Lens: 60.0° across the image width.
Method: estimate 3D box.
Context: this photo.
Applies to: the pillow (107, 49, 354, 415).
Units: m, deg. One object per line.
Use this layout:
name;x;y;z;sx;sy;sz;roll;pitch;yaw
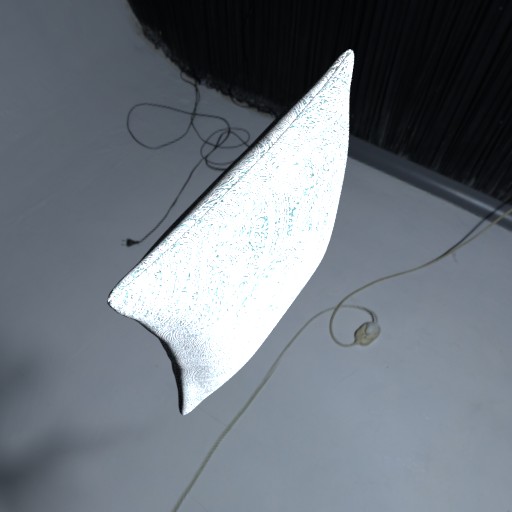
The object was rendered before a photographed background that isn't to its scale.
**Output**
pillow;0.000;0.000;0.782;0.166;0.507;0.526;31;63;17
